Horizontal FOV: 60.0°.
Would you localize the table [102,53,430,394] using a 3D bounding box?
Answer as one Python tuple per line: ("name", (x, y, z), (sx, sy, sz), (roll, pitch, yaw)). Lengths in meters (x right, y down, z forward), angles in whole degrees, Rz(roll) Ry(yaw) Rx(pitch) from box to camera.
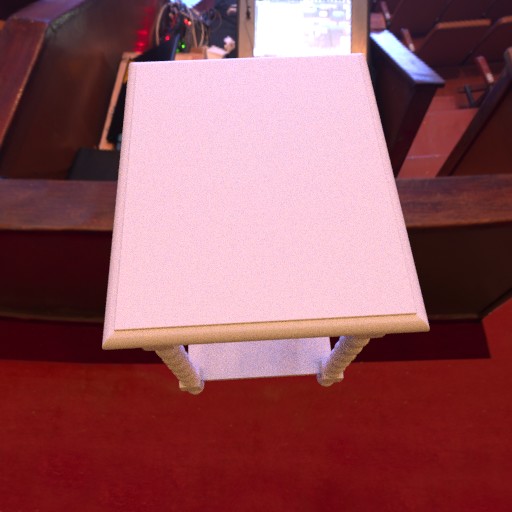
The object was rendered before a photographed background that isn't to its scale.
("table", (0.000, 0.000, 0.839), (0.381, 0.531, 0.460), (-3, 64, -1))
